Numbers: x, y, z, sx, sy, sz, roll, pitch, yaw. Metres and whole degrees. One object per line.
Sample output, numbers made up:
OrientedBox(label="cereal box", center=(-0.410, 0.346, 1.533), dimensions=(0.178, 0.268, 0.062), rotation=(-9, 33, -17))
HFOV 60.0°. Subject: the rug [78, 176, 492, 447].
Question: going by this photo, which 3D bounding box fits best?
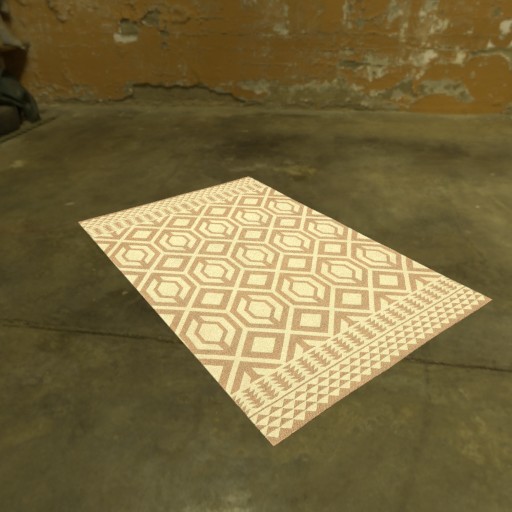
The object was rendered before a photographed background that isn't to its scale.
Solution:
OrientedBox(label="rug", center=(0.000, 0.000, 2.257), dimensions=(1.219, 0.008, 1.829), rotation=(-21, 37, -31))
